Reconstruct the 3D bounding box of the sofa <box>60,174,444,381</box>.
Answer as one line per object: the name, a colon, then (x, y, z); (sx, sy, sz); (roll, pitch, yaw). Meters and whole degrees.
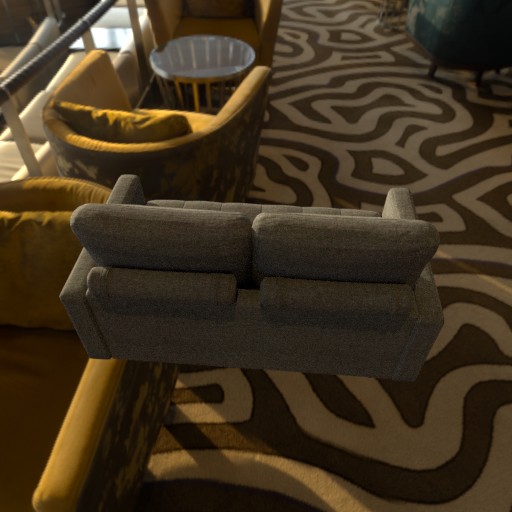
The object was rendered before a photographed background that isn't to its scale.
sofa: (0.000, 0.000, 1.944); (1.407, 0.907, 0.842); (3, 46, 3)
